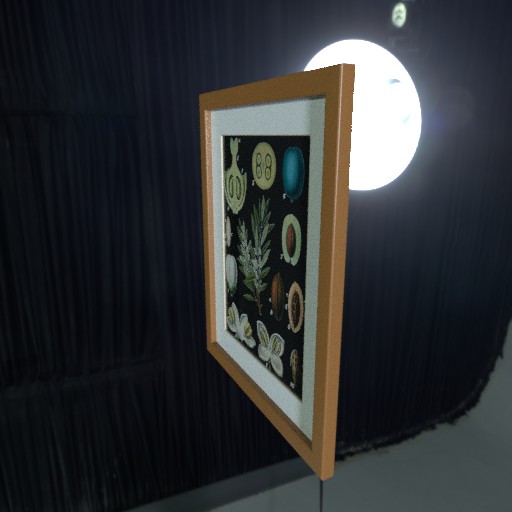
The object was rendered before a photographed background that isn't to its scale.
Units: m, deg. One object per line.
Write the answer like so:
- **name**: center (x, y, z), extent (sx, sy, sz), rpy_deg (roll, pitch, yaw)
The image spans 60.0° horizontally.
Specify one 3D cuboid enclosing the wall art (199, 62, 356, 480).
- **wall art**: center (0.000, 0.000, 0.519), extent (0.015, 0.379, 0.310), rpy_deg (-8, 17, -26)
